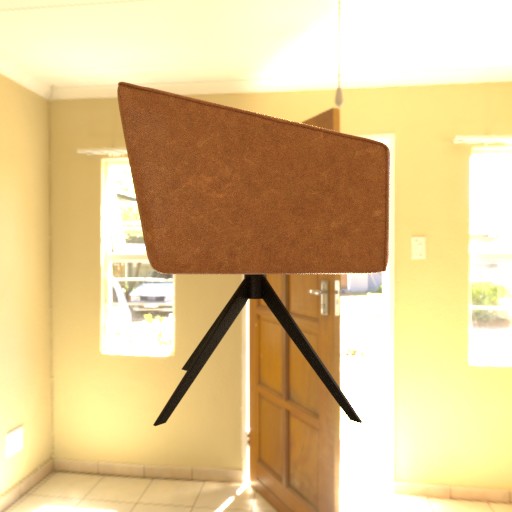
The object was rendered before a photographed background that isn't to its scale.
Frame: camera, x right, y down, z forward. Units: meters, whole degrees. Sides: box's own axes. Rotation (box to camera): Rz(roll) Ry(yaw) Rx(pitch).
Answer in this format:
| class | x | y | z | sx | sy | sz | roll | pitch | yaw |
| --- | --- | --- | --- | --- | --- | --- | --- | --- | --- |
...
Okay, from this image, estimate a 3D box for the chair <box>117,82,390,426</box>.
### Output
| class | x | y | z | sx | sy | sz | roll | pitch | yaw |
| --- | --- | --- | --- | --- | --- | --- | --- | --- | --- |
| chair | 0.000 | 0.000 | 1.246 | 0.625 | 0.760 | 0.588 | 0 | 0 | -2 |
